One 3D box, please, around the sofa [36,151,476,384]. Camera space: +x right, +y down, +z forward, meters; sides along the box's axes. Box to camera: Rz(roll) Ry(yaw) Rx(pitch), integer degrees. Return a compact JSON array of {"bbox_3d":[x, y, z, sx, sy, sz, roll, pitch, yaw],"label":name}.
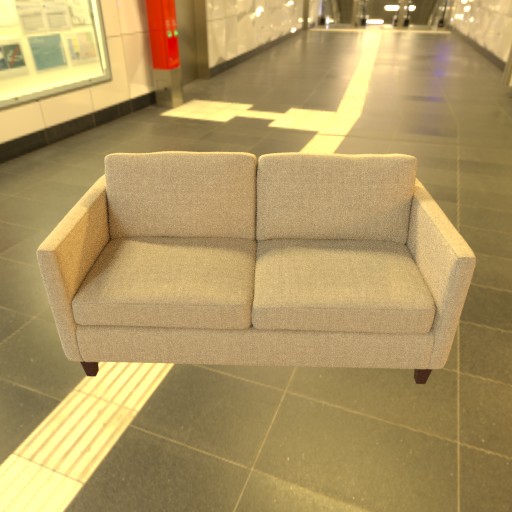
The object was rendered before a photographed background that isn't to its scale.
[{"bbox_3d":[0.000,0.000,2.368,1.884,0.963,0.950,1,31,1],"label":"sofa"}]
